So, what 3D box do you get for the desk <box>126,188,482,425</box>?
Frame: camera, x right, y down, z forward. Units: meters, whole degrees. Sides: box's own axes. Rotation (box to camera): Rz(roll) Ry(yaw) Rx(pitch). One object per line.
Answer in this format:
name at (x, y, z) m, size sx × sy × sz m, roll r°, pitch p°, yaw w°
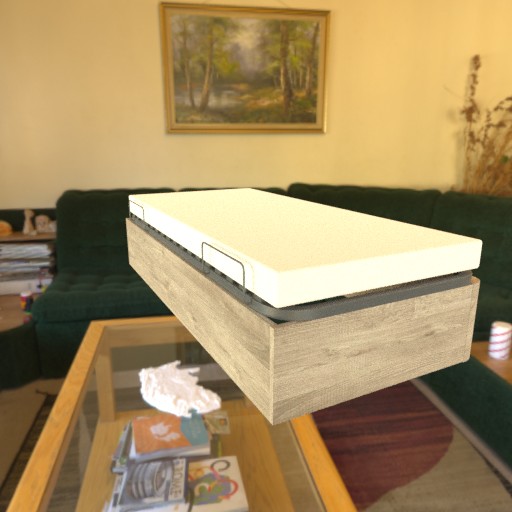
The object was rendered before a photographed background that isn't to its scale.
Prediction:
desk at (0.000, 0.000, 2.231) m, size 0.900 × 0.455 × 1.900 m, roll -8°, pitch 17°, yaw -27°
